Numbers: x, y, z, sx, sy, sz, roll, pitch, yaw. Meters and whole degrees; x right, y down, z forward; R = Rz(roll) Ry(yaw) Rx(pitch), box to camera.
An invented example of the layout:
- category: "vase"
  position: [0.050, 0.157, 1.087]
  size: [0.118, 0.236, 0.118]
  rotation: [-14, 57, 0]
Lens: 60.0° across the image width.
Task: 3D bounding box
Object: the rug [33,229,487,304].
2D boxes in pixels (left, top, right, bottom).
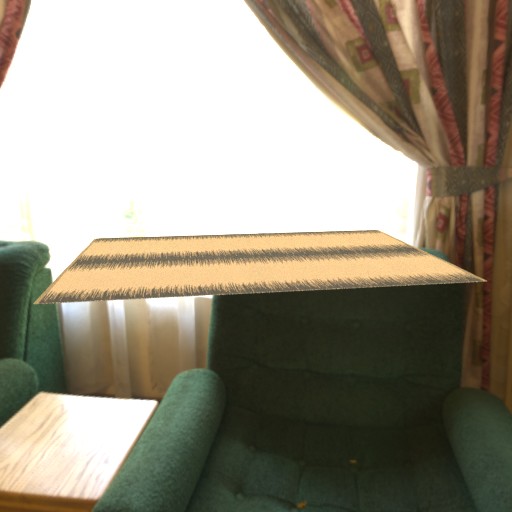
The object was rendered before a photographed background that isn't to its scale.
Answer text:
- category: "rug"
  position: [0.000, 0.000, 3.077]
  size: [2.453, 0.003, 1.519]
  rotation: [-2, 15, -8]
